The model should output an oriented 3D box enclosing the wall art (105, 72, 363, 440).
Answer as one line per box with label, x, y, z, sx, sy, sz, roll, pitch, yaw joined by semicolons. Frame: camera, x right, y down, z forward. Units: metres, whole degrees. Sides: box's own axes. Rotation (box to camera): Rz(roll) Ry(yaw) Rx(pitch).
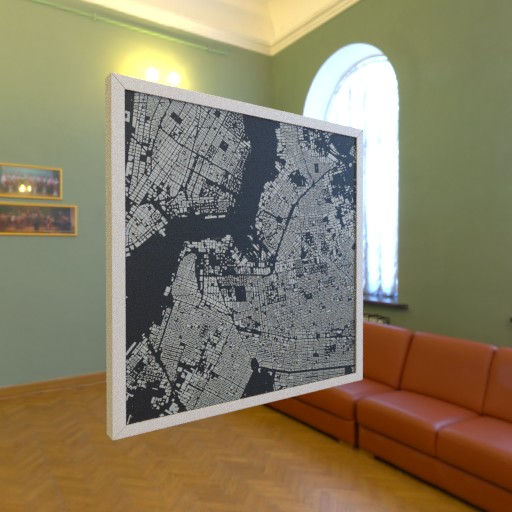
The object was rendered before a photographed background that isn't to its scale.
wall art;0.000;0.000;1.152;0.761;0.762;0.050;-1;1;-35
